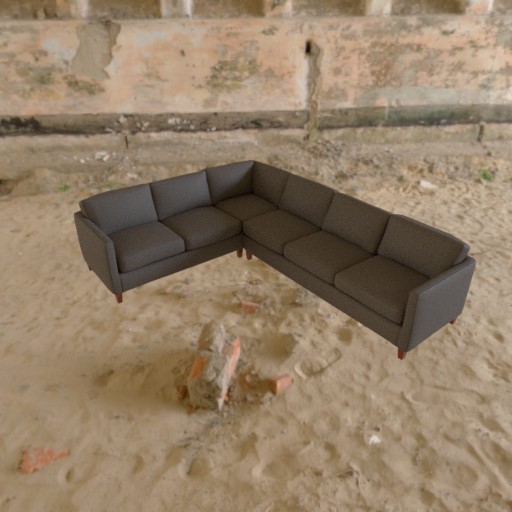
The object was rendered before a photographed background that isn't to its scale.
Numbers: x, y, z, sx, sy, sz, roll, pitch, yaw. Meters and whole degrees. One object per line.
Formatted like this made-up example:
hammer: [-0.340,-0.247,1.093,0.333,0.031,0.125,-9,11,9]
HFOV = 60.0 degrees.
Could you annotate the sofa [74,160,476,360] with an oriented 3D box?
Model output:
sofa: [0.000,0.000,4.531,2.593,0.947,3.302,-21,36,-32]
